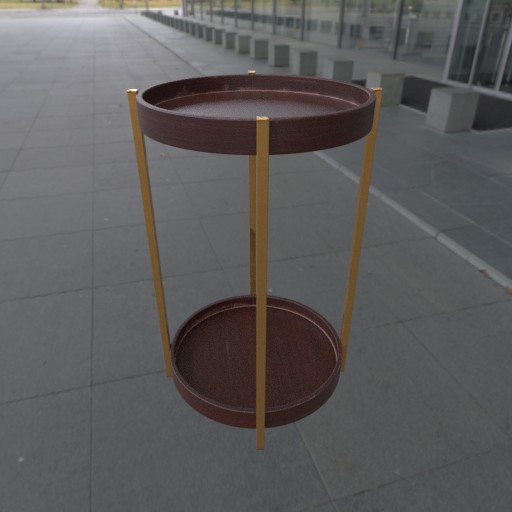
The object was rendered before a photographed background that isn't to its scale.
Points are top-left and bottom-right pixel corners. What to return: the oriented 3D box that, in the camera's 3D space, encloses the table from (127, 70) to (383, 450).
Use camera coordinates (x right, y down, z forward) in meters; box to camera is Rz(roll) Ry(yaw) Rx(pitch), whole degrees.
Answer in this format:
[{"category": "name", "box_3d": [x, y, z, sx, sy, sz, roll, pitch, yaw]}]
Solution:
[{"category": "table", "box_3d": [0.000, 0.000, 0.851, 0.400, 0.610, 0.400, -1, 30, -2]}]
